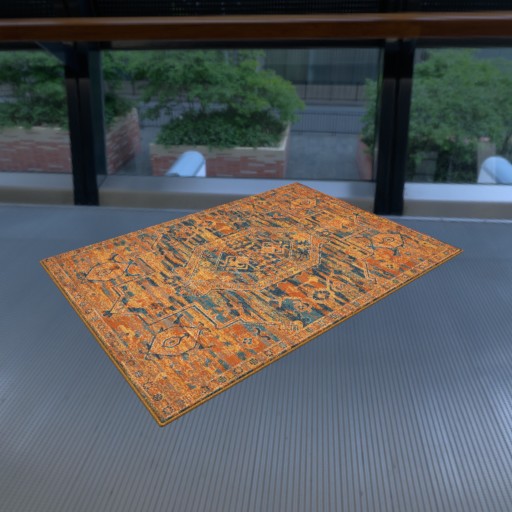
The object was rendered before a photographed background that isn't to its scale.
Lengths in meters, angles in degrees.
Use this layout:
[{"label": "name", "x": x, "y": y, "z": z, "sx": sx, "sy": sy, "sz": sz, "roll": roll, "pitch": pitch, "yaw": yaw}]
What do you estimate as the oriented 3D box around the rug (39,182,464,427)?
[{"label": "rug", "x": 0.000, "y": 0.000, "z": 2.829, "sx": 2.204, "sy": 0.024, "sz": 1.588, "roll": -22, "pitch": 37, "yaw": -33}]
